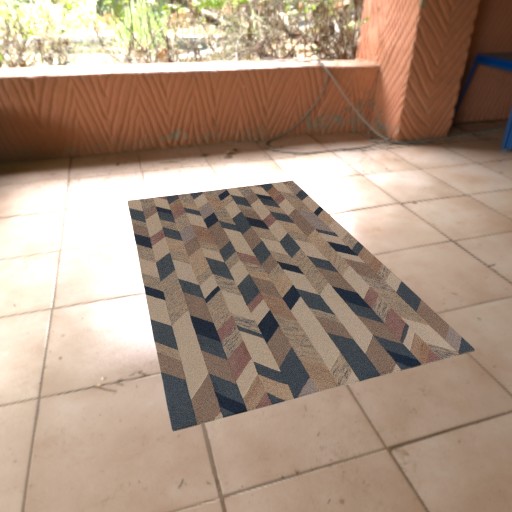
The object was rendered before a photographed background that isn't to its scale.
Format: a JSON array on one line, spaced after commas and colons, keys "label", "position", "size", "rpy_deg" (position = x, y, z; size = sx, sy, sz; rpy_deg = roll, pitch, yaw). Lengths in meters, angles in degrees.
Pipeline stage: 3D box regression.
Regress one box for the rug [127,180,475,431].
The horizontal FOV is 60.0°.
[{"label": "rug", "position": [0.000, 0.000, 2.973], "size": [1.513, 0.008, 2.423], "rpy_deg": [-9, 32, -15]}]
